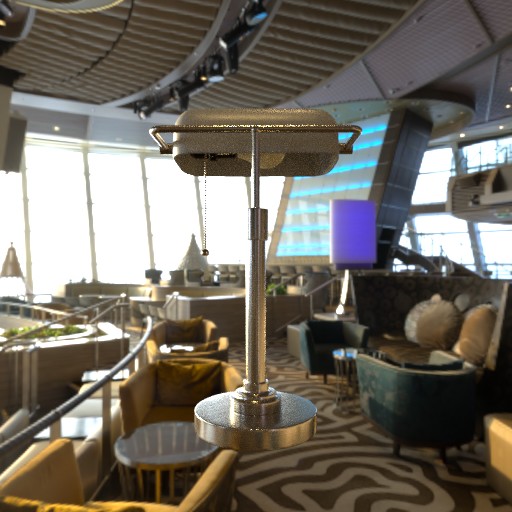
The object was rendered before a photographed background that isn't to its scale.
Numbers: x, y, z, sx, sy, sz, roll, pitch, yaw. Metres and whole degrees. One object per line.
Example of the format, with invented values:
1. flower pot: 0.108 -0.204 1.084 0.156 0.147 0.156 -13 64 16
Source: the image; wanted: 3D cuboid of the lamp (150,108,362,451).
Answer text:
1. lamp: 0.000 0.000 0.570 0.269 0.404 0.227 0 -1 0
